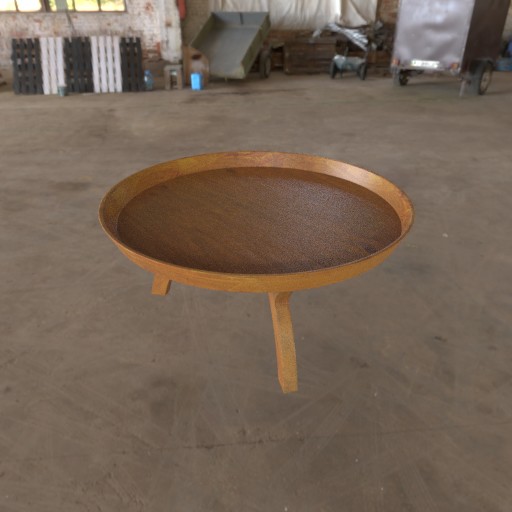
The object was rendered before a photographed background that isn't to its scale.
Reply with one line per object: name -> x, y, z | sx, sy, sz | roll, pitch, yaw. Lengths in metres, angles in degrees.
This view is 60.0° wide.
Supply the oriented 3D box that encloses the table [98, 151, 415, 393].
table -> 0.000, 0.000, 1.602 | 1.016, 0.470, 1.016 | 0, 30, 0
